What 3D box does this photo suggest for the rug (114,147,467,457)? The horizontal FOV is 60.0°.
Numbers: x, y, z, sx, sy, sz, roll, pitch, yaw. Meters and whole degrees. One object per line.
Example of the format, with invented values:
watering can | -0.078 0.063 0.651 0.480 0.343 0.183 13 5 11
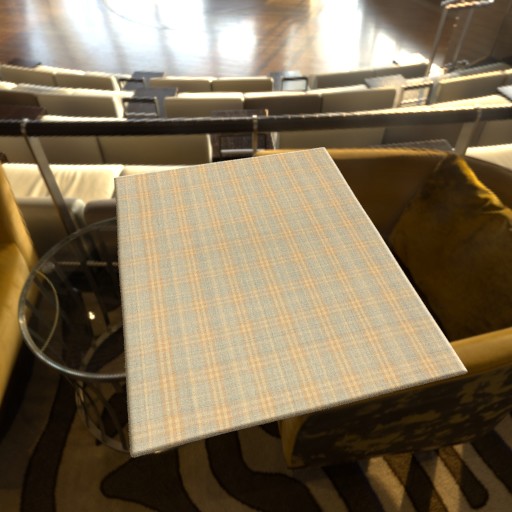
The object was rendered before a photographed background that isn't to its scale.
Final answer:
rug | 0.000 0.000 4.085 2.462 0.030 3.066 -11 48 -10
